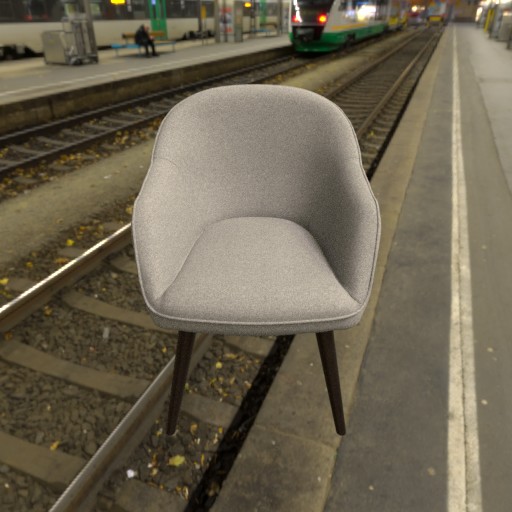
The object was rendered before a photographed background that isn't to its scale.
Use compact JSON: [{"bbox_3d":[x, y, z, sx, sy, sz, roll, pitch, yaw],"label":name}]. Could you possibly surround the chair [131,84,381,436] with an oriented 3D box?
[{"bbox_3d":[0.000,0.000,1.223,0.589,0.810,0.611,0,29,0],"label":"chair"}]
